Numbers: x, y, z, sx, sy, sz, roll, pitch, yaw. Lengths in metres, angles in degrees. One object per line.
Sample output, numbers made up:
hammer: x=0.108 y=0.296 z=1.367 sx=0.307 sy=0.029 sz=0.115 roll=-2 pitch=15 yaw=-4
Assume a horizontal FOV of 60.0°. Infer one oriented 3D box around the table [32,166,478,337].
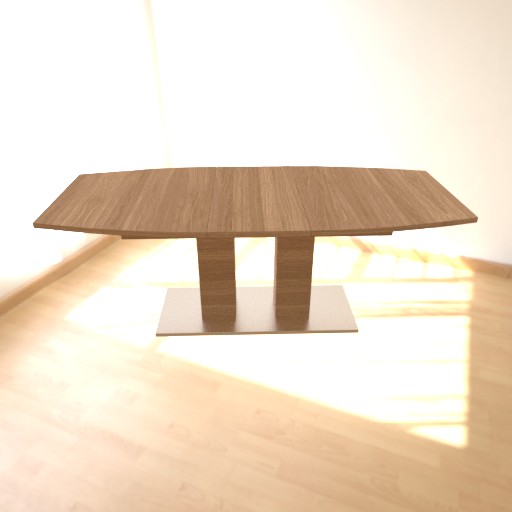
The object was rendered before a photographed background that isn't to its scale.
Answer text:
table: x=0.000 y=0.000 z=2.491 sx=2.032 sy=0.750 sz=0.900 roll=-1 pitch=29 yaw=-1
